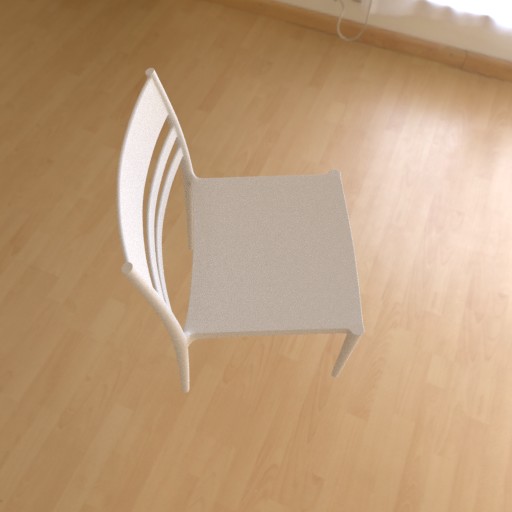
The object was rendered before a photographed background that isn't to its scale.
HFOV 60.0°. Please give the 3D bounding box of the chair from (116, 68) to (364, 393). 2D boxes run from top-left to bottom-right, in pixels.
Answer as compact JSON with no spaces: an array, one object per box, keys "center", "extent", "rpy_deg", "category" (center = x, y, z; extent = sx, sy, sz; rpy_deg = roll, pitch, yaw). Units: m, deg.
[{"center":[0.000,0.000,1.158],"extent":[0.511,0.800,0.531],"rpy_deg":[-2,62,-1],"category":"chair"}]
